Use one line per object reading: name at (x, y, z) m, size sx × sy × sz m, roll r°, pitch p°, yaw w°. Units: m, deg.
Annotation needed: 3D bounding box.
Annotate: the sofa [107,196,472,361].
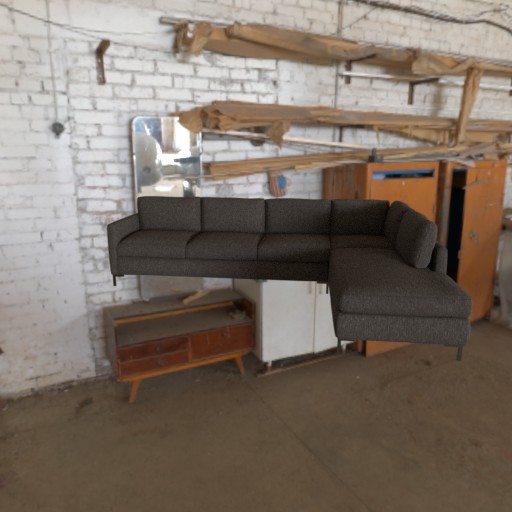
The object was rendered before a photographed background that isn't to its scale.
sofa at (0.000, 0.000, 3.821) m, size 2.949 × 0.815 × 2.007 m, roll 2°, pitch 14°, yaw 7°
